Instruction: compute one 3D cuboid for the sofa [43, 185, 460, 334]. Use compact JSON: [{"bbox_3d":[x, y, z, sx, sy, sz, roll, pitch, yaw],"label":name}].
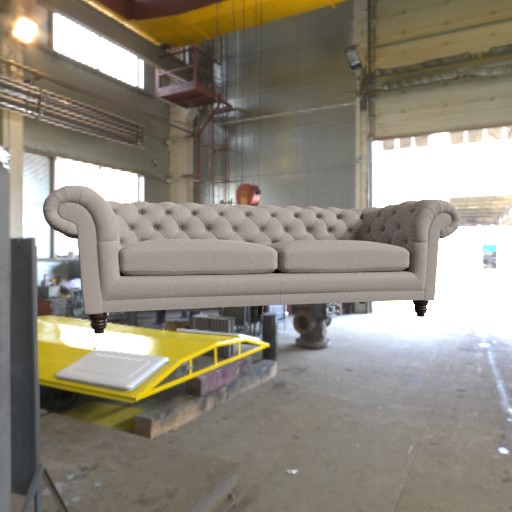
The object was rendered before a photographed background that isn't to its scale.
[{"bbox_3d":[0.000,0.000,2.875,2.411,0.749,0.991,0,1,-17],"label":"sofa"}]
